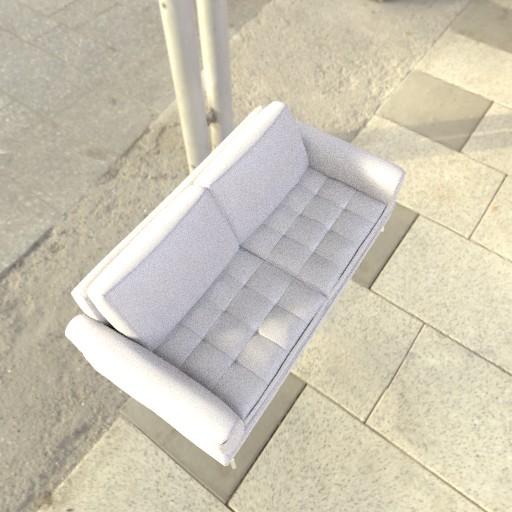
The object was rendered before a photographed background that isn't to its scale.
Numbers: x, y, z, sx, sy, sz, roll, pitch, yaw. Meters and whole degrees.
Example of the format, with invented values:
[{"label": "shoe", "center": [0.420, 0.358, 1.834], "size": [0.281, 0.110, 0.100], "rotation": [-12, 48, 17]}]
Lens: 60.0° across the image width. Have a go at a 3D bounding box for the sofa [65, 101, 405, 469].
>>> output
[{"label": "sofa", "center": [0.000, 0.000, 2.814], "size": [1.121, 0.930, 2.177], "rotation": [30, 63, 17]}]
